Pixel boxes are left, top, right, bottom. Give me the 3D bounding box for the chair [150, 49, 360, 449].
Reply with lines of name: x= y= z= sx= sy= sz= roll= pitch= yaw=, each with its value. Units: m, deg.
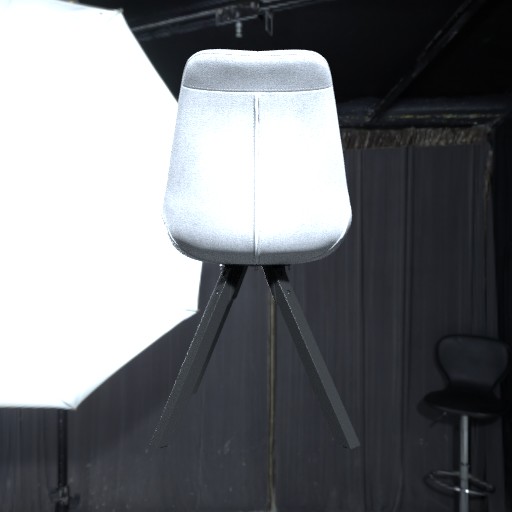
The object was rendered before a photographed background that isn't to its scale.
chair: x=0.000 y=0.000 z=1.166 sx=0.485 sy=0.850 sz=0.550 roll=0 pitch=-1 yaw=-1
